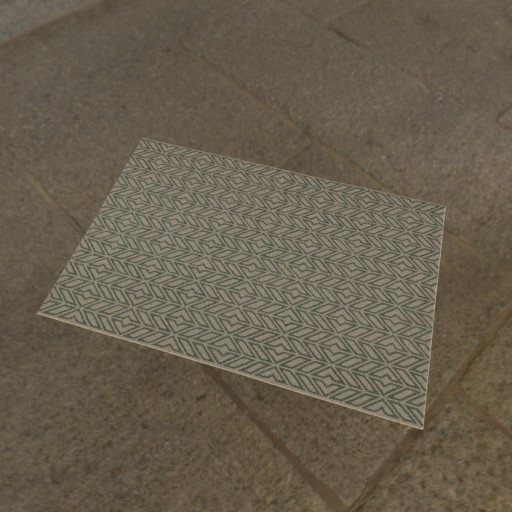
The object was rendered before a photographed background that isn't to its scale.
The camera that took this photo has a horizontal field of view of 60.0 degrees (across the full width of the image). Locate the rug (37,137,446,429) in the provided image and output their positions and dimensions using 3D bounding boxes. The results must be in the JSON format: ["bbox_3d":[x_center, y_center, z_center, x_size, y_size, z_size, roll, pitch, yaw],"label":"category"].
[{"bbox_3d":[0.000,0.000,2.290,1.828,0.007,1.220,14,60,8],"label":"rug"}]
